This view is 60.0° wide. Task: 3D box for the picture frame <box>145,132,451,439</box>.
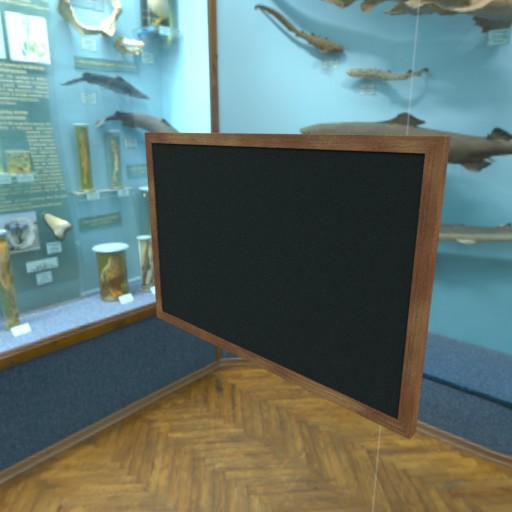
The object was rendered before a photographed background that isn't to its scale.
[{"bbox_3d":[0.000,0.000,1.202,0.950,0.640,0.029,15,22,41],"label":"picture frame"}]
